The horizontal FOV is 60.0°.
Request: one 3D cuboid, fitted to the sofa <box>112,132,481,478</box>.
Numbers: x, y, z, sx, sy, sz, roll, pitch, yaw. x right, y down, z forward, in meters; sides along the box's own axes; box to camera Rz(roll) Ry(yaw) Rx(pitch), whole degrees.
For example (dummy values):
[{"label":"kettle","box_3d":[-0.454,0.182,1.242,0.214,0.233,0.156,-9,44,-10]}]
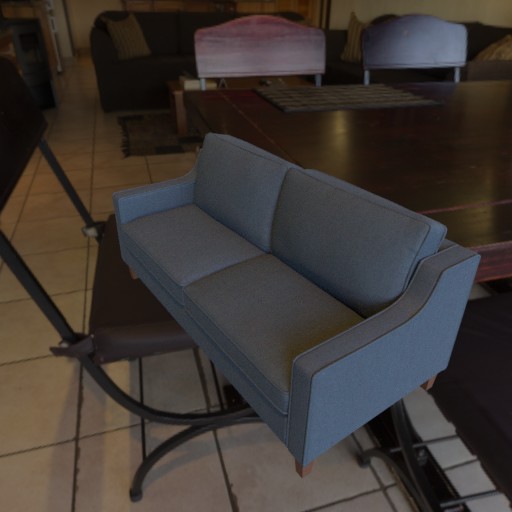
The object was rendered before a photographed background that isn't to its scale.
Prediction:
[{"label":"sofa","box_3d":[0.000,0.000,2.757,1.066,1.071,2.178,-20,36,-30]}]
